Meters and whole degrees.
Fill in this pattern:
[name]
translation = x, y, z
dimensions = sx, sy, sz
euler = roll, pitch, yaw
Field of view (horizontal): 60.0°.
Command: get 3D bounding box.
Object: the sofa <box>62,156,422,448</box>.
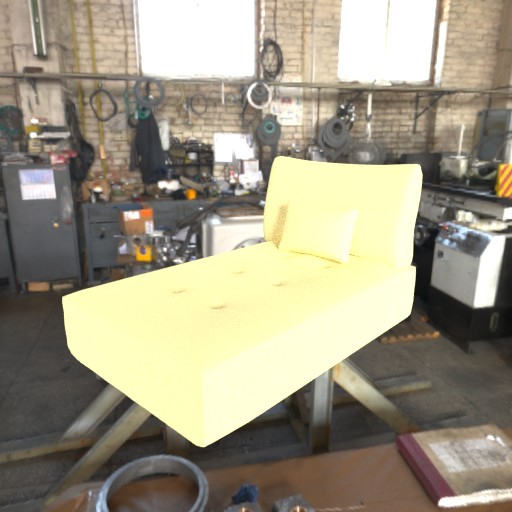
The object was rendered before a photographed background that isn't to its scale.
[sofa]
translation = 0.000, 0.000, 2.046
dimensions = 0.930, 0.820, 1.450
euler = 14, 21, 41
